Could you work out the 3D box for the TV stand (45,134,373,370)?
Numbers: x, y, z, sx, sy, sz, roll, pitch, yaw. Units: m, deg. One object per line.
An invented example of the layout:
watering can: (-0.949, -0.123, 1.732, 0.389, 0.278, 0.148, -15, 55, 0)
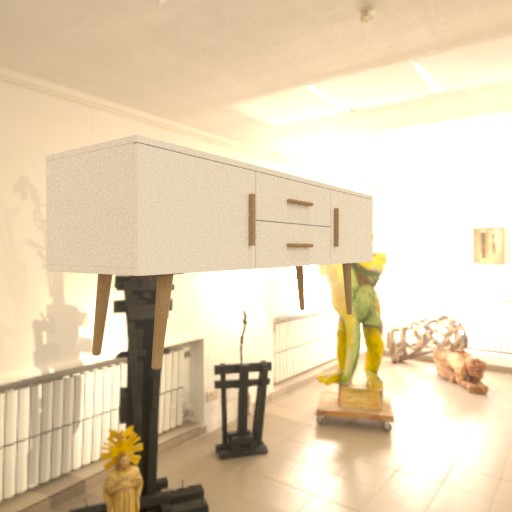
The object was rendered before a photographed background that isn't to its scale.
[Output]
TV stand: (0.000, 0.000, 1.656, 0.401, 0.560, 1.398, 1, 1, 36)
